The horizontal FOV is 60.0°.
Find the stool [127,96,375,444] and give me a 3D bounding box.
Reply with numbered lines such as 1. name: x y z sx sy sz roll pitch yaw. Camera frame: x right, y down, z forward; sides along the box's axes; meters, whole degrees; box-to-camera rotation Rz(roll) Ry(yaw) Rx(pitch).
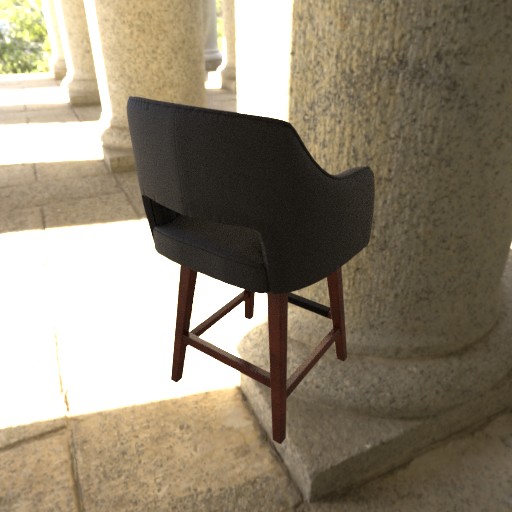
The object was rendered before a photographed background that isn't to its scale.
1. stool: 0.000 0.000 1.263 0.548 0.912 0.558 19 35 30
